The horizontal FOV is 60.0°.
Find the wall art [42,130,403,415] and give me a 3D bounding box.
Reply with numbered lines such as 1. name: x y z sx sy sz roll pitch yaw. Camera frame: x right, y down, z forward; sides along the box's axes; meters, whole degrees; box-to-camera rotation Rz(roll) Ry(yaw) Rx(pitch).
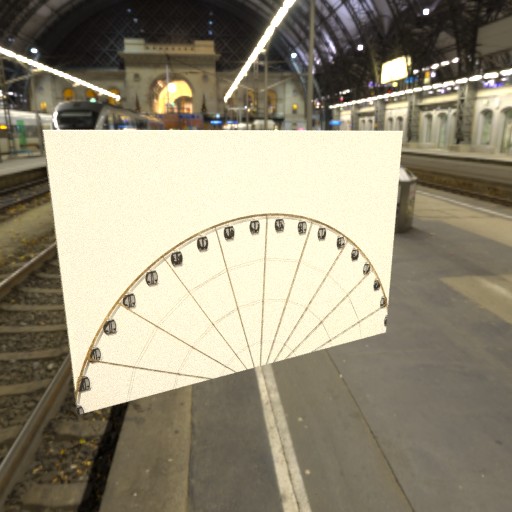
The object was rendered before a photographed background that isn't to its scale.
1. wall art: 0.000 0.000 1.409 1.144 0.767 0.038 -8 17 -27
